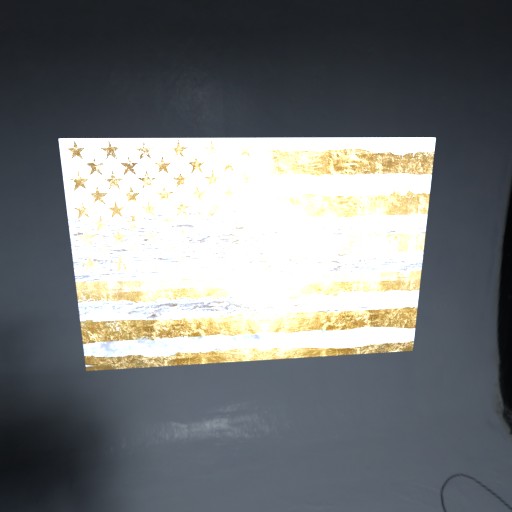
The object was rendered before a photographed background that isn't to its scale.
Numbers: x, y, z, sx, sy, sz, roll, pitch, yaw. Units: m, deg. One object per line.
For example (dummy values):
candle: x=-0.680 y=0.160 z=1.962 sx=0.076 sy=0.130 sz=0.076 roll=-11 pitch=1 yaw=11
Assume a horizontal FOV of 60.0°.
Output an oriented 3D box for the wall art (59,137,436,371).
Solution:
wall art: x=0.000 y=0.000 z=1.186 sx=0.932 sy=0.610 sz=0.027 roll=-2 pitch=16 yaw=-7
